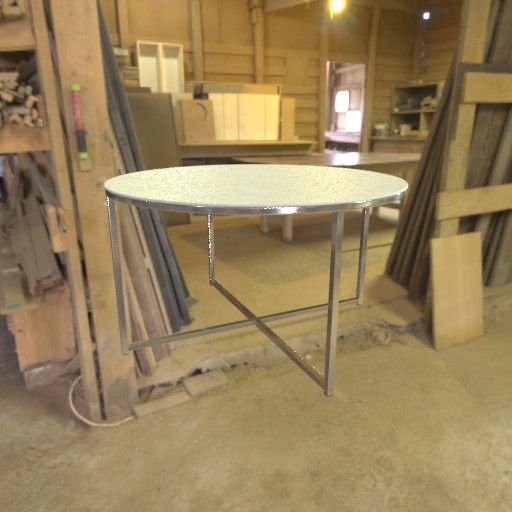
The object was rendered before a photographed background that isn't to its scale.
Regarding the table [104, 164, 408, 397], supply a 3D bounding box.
[{"bbox_3d":[0.000,0.000,1.292,0.800,0.450,0.800,0,17,0],"label":"table"}]
